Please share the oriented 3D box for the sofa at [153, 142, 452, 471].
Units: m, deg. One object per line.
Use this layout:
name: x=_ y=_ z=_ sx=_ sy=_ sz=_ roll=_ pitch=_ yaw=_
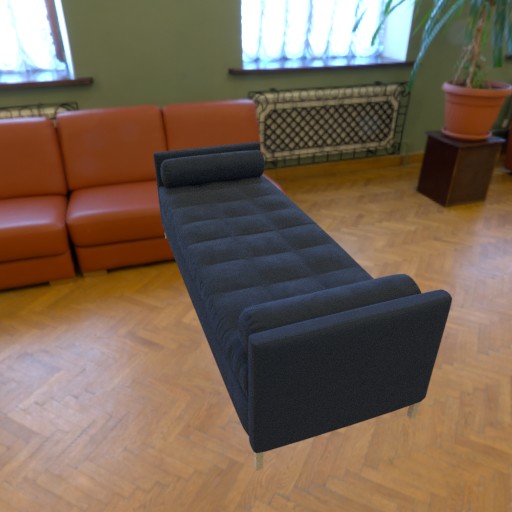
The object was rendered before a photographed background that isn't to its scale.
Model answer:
sofa: x=0.000 y=0.000 z=2.486 sx=0.797 sy=0.657 sz=2.102 roll=-10 pitch=32 yaw=-17
